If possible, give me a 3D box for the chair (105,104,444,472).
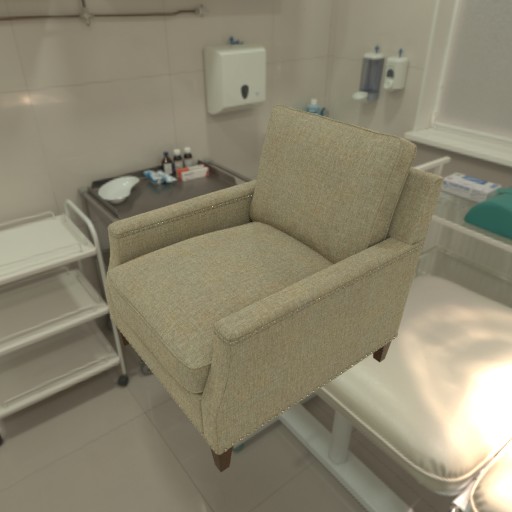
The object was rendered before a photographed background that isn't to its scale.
[{"bbox_3d":[0.000,0.000,1.722,1.014,0.943,0.853,-22,37,-32],"label":"chair"}]
